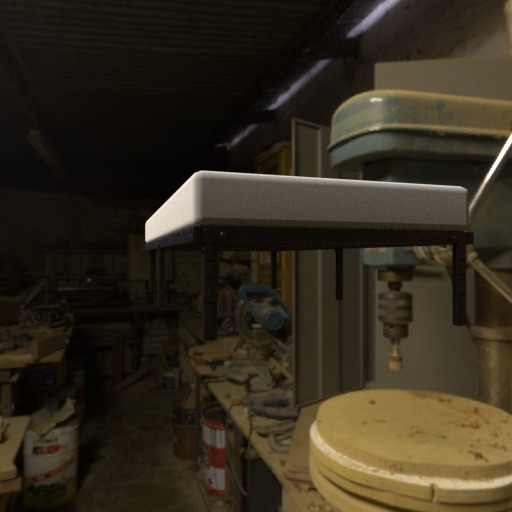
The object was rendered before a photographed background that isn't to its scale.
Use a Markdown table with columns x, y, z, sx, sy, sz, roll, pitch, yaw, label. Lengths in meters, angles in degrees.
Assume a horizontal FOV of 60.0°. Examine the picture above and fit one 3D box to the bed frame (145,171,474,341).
| x | y | z | sx | sy | sz | roll | pitch | yaw | label |
| --- | --- | --- | --- | --- | --- | --- | --- | --- | --- |
| 0.000 | 0.000 | 3.194 | 1.393 | 0.680 | 2.635 | 0 | 0 | -18 | bed frame |
